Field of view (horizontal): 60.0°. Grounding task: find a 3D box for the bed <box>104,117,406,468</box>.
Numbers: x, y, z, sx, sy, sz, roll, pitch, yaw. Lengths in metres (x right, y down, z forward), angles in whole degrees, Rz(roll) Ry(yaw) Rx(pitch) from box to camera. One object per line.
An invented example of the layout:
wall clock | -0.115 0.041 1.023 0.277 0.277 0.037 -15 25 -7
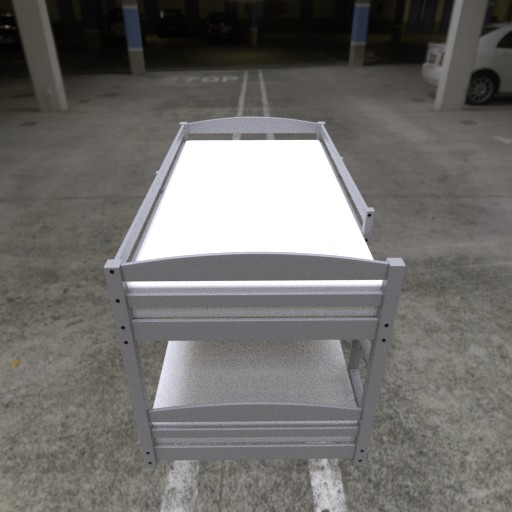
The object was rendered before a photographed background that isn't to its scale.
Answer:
bed | 0.000 0.000 2.720 1.105 1.206 2.013 0 31 -1
